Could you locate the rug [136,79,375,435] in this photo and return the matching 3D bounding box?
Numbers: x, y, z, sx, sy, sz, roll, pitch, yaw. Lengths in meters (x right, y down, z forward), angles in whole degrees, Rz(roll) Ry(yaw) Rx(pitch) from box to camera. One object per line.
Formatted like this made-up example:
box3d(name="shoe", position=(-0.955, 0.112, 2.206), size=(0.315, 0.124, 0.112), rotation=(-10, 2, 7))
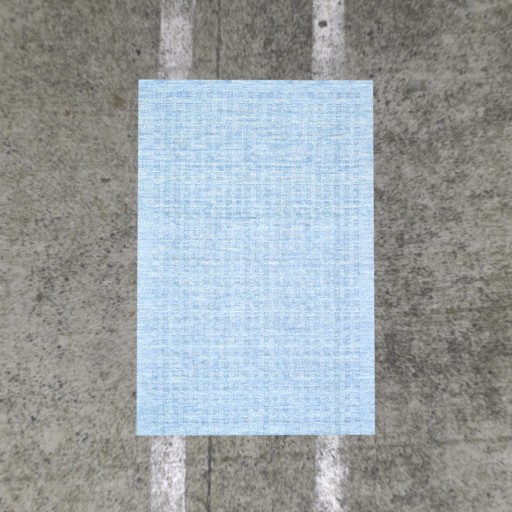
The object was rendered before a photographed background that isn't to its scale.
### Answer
box3d(name="rug", position=(0.000, 0.000, 2.856), size=(1.522, 0.006, 2.286), rotation=(0, 89, -1))
